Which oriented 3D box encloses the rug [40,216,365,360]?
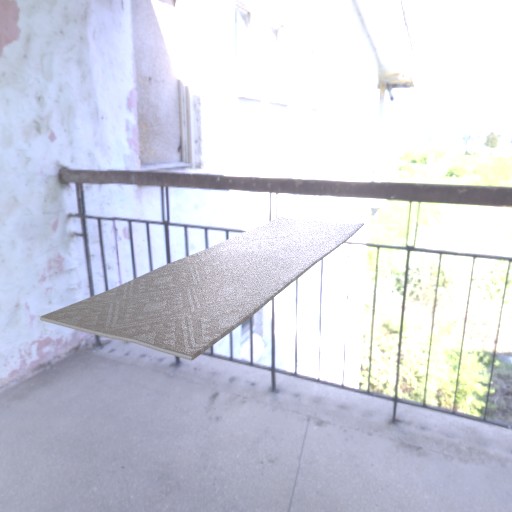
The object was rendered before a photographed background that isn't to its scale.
[{"bbox_3d":[0.000,0.000,2.695,0.752,0.051,2.452,8,17,26],"label":"rug"}]
